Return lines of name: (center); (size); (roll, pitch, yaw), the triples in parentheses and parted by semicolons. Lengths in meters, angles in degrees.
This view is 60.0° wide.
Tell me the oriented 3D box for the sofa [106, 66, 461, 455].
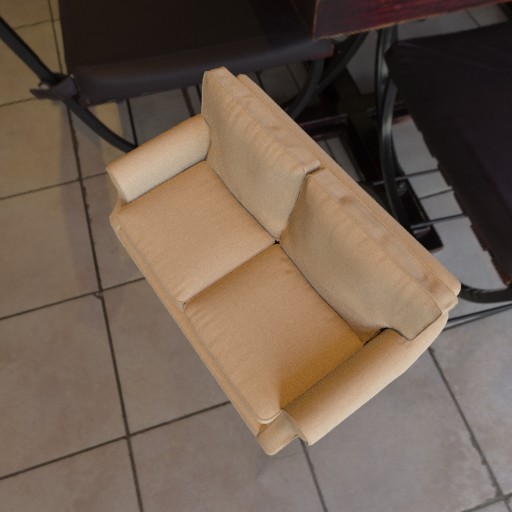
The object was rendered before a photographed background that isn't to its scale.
sofa: (0.000, 0.000, 2.174); (0.964, 0.937, 1.665); (-34, 68, -16)
